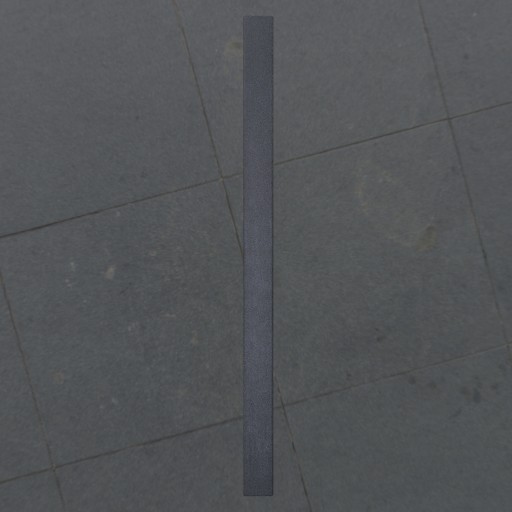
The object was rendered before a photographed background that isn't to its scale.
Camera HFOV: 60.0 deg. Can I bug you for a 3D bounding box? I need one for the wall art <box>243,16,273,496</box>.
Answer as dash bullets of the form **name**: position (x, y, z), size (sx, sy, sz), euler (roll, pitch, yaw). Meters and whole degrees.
- **wall art**: position (0.000, 0.000, 0.764), size (0.038, 0.409, 0.610), euler (0, 90, -1)
